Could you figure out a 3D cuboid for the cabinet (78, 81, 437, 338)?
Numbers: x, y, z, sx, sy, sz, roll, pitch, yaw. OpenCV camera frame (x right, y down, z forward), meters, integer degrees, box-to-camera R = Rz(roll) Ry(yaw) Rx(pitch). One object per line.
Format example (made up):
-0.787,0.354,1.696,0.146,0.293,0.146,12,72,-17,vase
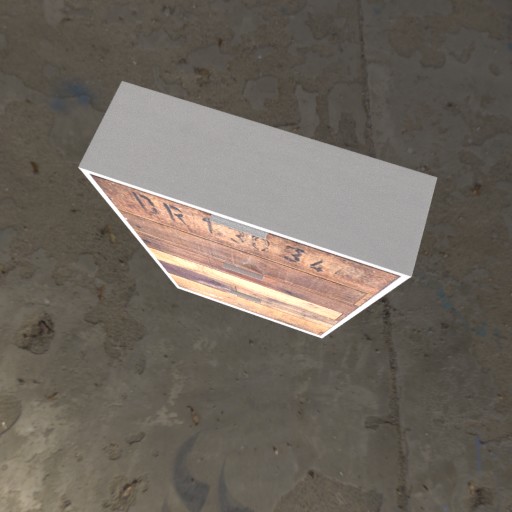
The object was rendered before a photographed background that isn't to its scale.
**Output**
0.000,0.000,1.583,0.750,1.280,0.250,19,75,5,cabinet
